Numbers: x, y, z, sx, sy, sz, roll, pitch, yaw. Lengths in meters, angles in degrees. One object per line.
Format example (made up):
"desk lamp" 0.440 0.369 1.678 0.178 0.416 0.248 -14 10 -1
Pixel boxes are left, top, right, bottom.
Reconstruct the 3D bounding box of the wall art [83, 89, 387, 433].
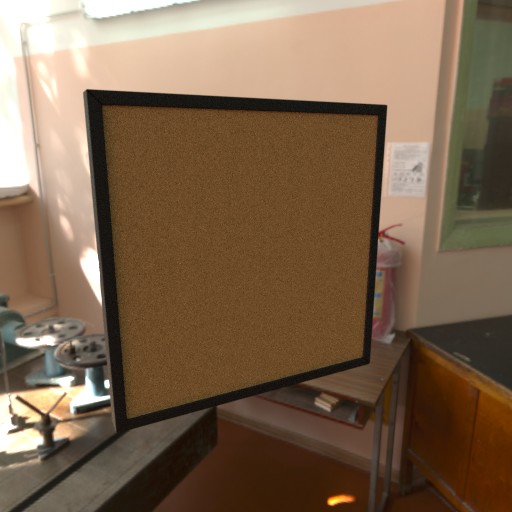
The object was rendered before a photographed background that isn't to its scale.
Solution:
"wall art" 0.000 0.000 0.758 0.508 0.508 0.037 -7 16 -26
